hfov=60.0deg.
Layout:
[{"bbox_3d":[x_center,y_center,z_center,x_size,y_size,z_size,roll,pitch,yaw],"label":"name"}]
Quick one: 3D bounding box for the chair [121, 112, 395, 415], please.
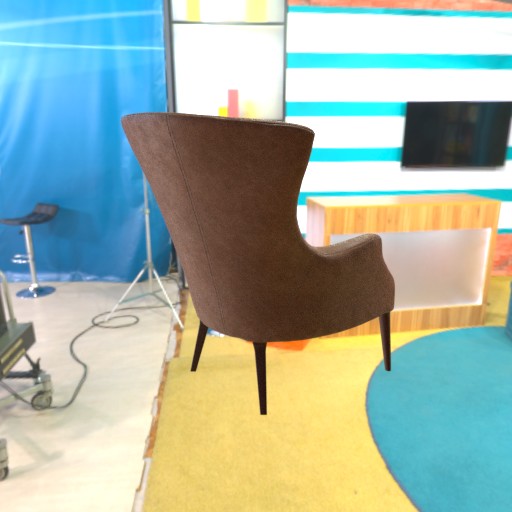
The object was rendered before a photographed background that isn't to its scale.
[{"bbox_3d":[0.000,0.000,1.773,0.955,1.067,0.846,-15,21,-42],"label":"chair"}]
